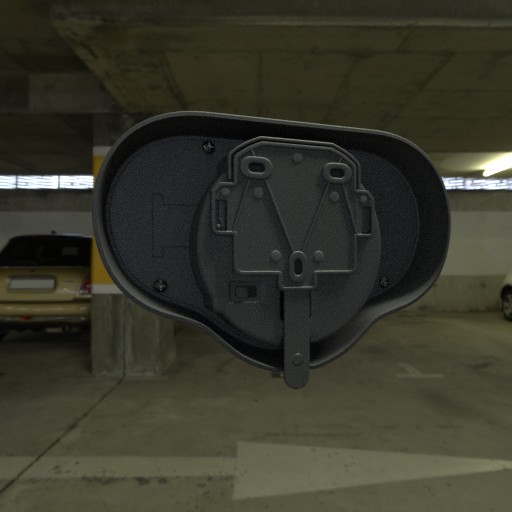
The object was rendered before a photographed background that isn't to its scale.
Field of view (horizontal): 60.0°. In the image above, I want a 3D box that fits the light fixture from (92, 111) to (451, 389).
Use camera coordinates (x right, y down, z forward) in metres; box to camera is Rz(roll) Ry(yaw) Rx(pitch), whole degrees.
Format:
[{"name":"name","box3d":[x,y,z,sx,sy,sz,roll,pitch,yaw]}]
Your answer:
[{"name":"light fixture","box3d":[0.000,0.000,0.337,0.229,0.159,0.159,0,-1,-18]}]
